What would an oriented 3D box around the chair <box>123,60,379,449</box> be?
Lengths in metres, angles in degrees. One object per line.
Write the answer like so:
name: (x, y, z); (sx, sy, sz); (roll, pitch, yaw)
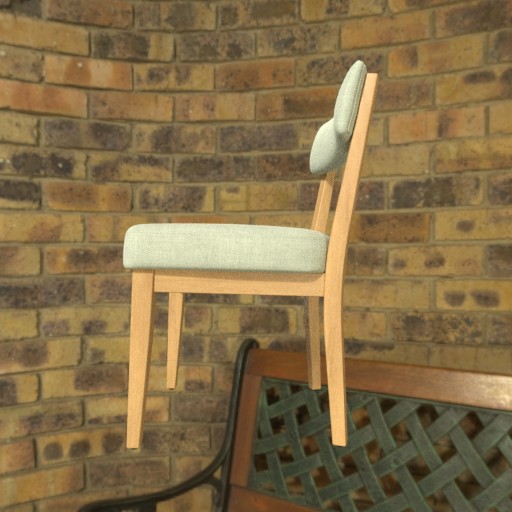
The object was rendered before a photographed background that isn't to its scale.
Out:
chair: (0.000, 0.000, 1.171); (0.572, 0.832, 0.508); (0, 0, 0)
